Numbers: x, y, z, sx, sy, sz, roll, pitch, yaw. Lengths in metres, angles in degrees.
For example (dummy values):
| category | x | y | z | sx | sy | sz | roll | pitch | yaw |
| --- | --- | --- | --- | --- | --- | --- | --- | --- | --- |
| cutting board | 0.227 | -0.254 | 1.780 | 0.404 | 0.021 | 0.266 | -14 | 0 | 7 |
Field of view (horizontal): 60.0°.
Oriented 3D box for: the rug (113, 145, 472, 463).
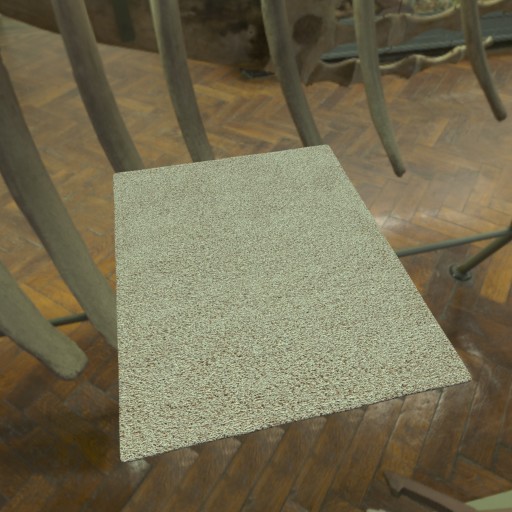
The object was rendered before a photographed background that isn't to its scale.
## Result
| category | x | y | z | sx | sy | sz | roll | pitch | yaw |
| --- | --- | --- | --- | --- | --- | --- | --- | --- | --- |
| rug | 0.000 | 0.000 | 3.944 | 2.438 | 0.029 | 3.047 | -10 | 48 | -9 |
